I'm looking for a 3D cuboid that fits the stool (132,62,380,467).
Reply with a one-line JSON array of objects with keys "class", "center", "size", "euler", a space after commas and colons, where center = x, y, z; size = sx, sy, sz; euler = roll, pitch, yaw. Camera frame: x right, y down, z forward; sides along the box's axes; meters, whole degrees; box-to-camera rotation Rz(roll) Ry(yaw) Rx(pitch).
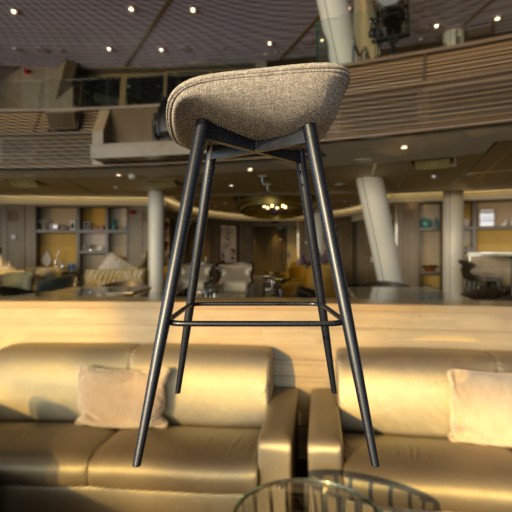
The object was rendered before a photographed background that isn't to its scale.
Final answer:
[{"class": "stool", "center": [0.000, 0.000, 1.088], "size": [0.480, 0.814, 0.469], "euler": [0, 0, 0]}]
